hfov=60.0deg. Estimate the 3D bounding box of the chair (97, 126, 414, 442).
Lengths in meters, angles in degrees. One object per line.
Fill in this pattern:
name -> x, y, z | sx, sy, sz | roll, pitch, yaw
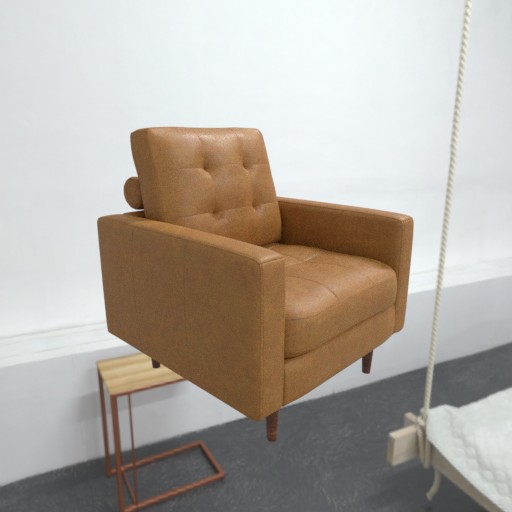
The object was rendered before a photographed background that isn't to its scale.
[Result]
chair -> 0.000, 0.000, 1.596 | 0.868, 0.896, 0.831 | 15, 21, 42
